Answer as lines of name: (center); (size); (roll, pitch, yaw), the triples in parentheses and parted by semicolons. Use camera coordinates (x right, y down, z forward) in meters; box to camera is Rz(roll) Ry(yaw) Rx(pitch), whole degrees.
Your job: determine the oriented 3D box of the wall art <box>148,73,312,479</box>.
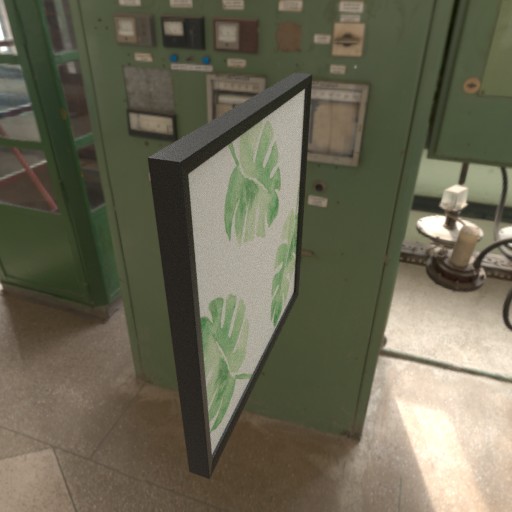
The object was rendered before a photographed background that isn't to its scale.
wall art: (0.000, 0.000, 0.757); (0.036, 0.508, 0.508); (11, 33, 17)
